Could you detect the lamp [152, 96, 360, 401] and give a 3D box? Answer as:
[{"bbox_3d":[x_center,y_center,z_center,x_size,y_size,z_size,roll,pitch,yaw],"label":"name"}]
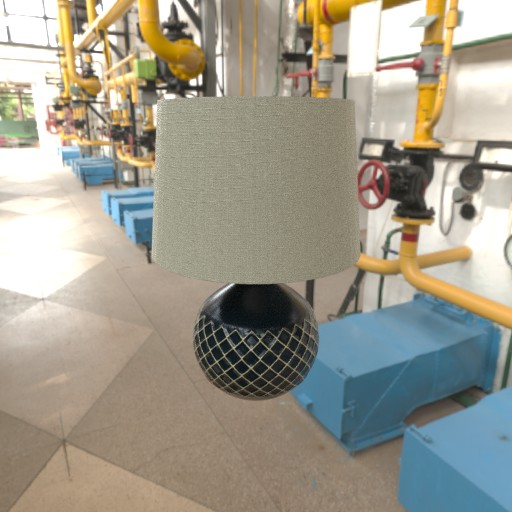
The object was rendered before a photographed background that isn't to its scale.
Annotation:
[{"bbox_3d":[0.000,0.000,0.821,0.376,0.540,0.376,0,17,0],"label":"lamp"}]
